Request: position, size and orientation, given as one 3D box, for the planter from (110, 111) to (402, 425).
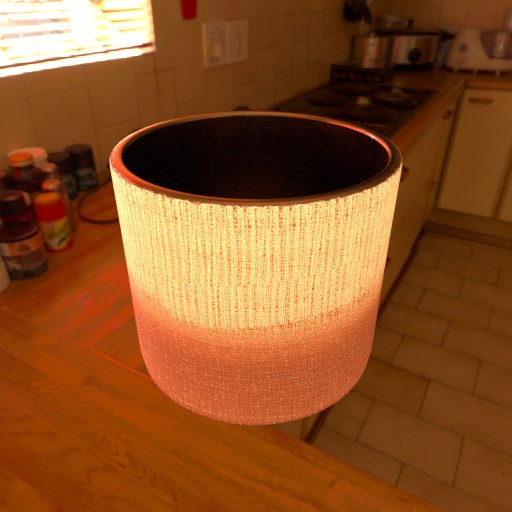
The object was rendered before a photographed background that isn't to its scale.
[{"bbox_3d":[0.000,0.000,0.392,0.221,0.201,0.221,0,32,0],"label":"planter"}]
